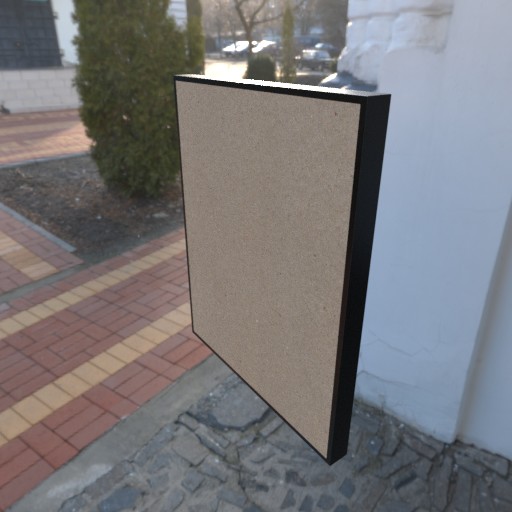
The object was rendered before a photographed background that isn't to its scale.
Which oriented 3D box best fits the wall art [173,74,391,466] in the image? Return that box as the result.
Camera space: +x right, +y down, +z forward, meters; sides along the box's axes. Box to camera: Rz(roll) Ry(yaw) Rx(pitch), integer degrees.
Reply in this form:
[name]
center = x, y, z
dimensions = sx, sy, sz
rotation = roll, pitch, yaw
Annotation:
[wall art]
center = 0.000, 0.000, 0.753
dimensions = 0.038, 0.551, 0.448
rotation = -17, 30, -32
